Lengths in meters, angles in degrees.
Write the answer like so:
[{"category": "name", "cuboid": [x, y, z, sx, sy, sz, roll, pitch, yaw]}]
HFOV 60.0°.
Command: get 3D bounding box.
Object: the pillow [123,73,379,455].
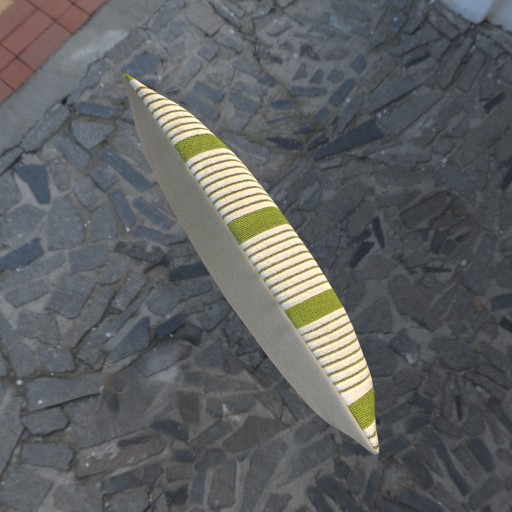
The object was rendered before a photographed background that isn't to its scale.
[{"category": "pillow", "cuboid": [0.000, 0.000, 0.717, 0.156, 0.292, 0.608, -33, 79, -7]}]
